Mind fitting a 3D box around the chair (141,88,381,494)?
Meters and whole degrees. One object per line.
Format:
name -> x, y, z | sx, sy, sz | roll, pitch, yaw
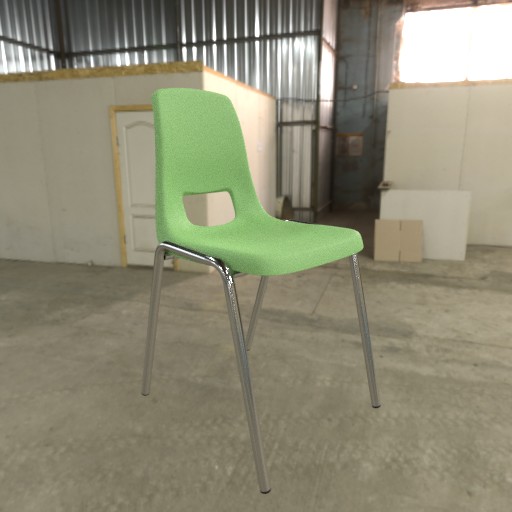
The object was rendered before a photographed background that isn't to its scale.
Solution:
chair -> 0.000, 0.000, 0.947 | 0.381, 0.704, 0.436 | -14, 20, -43
